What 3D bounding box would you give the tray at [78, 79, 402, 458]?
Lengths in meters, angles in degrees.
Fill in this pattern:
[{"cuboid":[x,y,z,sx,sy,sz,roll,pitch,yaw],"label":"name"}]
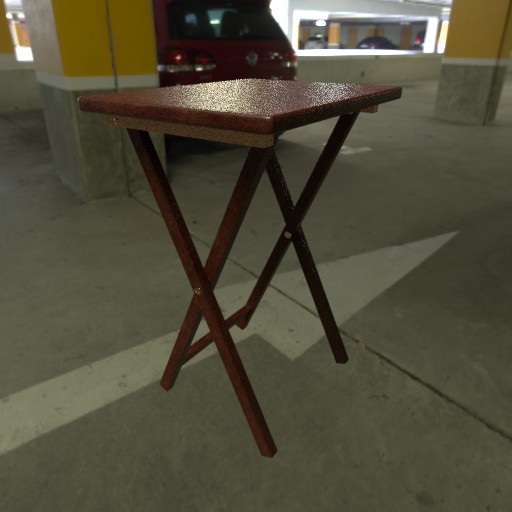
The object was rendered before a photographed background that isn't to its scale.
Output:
[{"cuboid":[0.000,0.000,0.943,0.381,0.660,0.483,17,30,31],"label":"tray"}]
